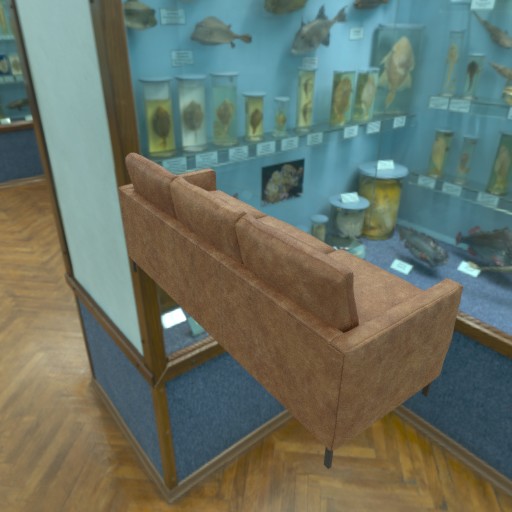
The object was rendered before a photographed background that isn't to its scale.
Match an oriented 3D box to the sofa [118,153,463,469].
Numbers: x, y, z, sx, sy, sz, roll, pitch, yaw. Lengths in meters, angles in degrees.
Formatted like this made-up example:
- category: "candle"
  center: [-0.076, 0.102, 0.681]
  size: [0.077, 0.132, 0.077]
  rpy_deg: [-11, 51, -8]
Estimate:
- category: "sofa"
  center: [0.000, 0.000, 2.427]
  size: [0.748, 0.863, 2.029]
  rpy_deg: [-19, 34, -32]
